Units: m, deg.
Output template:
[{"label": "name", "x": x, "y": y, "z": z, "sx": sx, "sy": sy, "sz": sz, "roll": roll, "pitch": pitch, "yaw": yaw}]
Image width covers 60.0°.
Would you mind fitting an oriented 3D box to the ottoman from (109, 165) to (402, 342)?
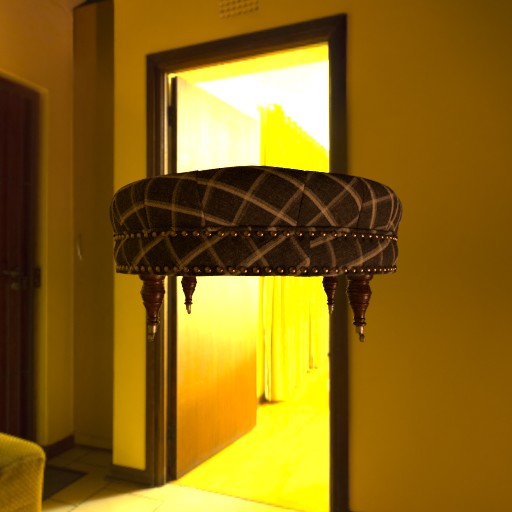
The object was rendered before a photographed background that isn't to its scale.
[{"label": "ottoman", "x": 0.000, "y": 0.000, "z": 1.401, "sx": 0.901, "sy": 0.439, "sz": 0.901, "roll": 0, "pitch": -1, "yaw": 0}]
